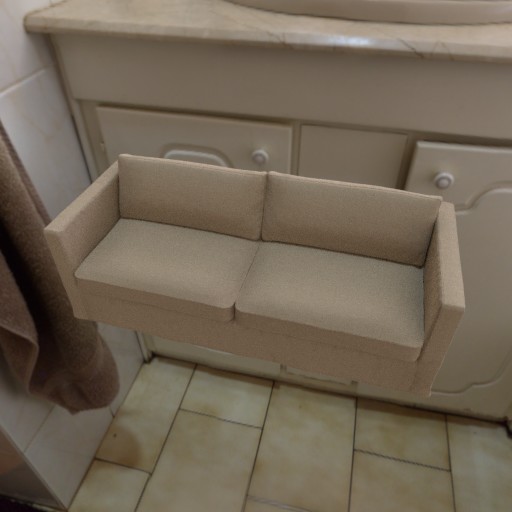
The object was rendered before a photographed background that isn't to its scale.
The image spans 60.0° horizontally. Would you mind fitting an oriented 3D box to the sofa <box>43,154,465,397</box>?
[{"bbox_3d":[0.000,0.000,2.798,2.312,0.853,0.962,10,42,12],"label":"sofa"}]
